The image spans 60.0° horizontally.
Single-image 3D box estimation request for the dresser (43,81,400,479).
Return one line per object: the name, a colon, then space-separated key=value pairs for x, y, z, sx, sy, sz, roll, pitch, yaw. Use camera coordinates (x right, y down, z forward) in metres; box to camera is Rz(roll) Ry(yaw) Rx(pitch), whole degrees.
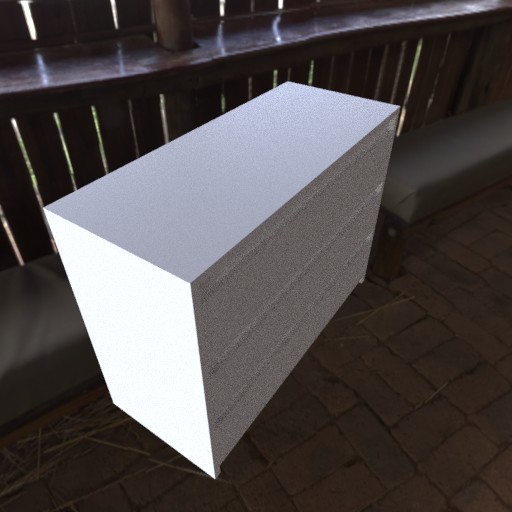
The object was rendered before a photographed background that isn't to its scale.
dresser: x=0.000 y=0.000 z=1.553 sx=0.460 sy=0.820 sz=1.100 roll=24 pitch=45 yaw=26
